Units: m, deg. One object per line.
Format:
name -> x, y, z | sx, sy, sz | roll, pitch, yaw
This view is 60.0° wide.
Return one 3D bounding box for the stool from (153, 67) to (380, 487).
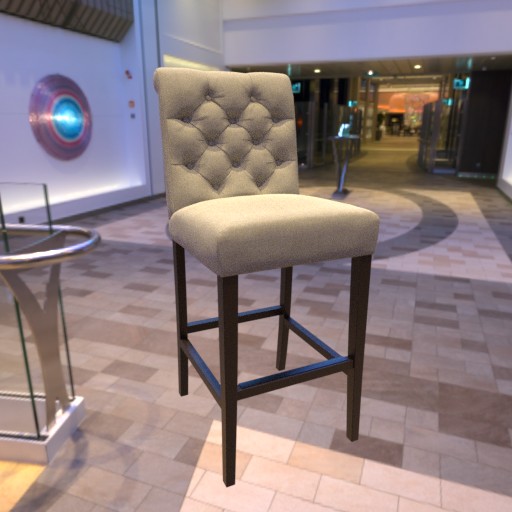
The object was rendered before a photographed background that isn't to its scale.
stool -> 0.000, 0.000, 1.409 | 0.493, 1.140, 0.601 | -8, 18, -24
